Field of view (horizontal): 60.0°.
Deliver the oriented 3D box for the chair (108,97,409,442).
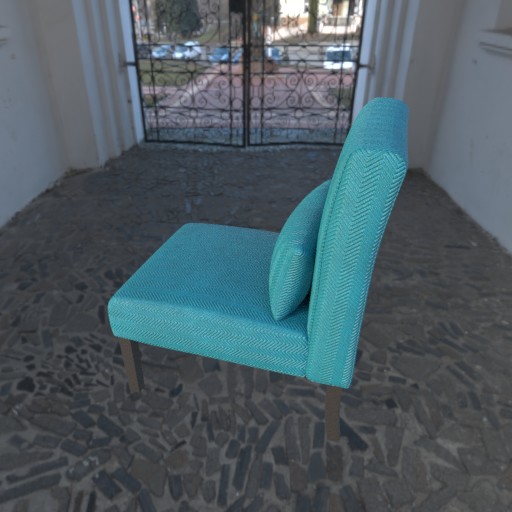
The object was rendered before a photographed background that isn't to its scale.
[{"bbox_3d":[0.000,0.000,1.439,0.808,0.927,0.579,9,32,14],"label":"chair"}]
